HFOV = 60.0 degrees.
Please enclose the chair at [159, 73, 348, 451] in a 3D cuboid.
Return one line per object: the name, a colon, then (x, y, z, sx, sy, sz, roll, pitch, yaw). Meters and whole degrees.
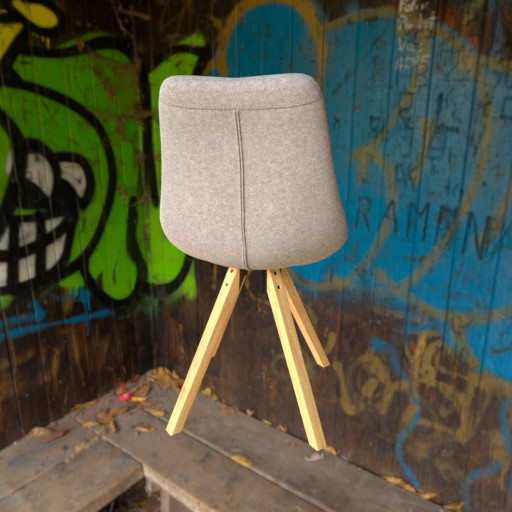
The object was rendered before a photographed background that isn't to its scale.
chair: (0.000, 0.000, 1.211, 0.483, 0.865, 0.550, 2, 16, 8)
